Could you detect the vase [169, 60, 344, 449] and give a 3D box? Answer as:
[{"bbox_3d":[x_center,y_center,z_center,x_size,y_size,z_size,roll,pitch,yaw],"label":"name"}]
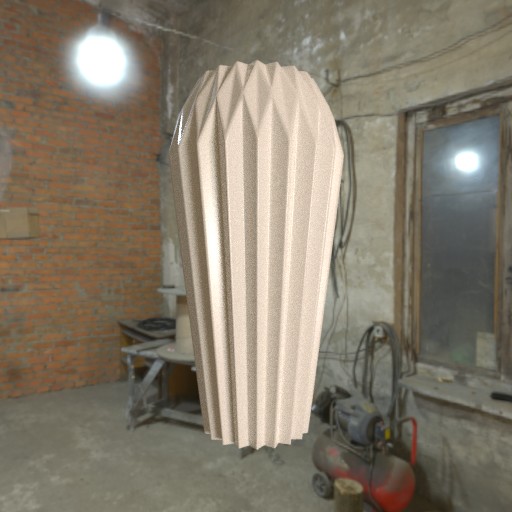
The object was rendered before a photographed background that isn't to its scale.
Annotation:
[{"bbox_3d":[0.000,0.000,0.341,0.133,0.263,0.133,0,0,0],"label":"vase"}]
